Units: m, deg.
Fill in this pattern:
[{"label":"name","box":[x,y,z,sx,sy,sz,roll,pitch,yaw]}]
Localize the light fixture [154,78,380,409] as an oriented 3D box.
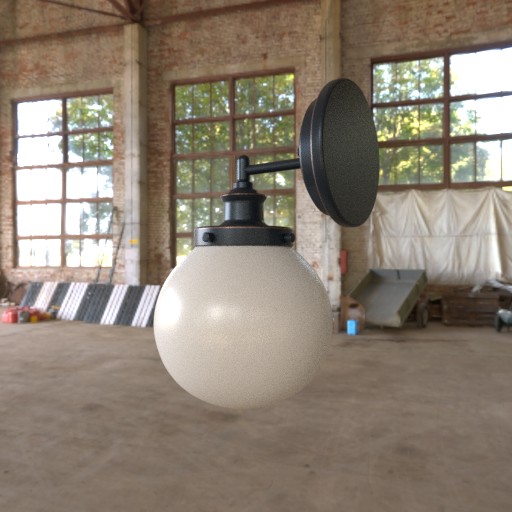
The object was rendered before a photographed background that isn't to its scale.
[{"label":"light fixture","box":[0.000,0.000,0.488,0.230,0.332,0.197,0,0,35]}]
